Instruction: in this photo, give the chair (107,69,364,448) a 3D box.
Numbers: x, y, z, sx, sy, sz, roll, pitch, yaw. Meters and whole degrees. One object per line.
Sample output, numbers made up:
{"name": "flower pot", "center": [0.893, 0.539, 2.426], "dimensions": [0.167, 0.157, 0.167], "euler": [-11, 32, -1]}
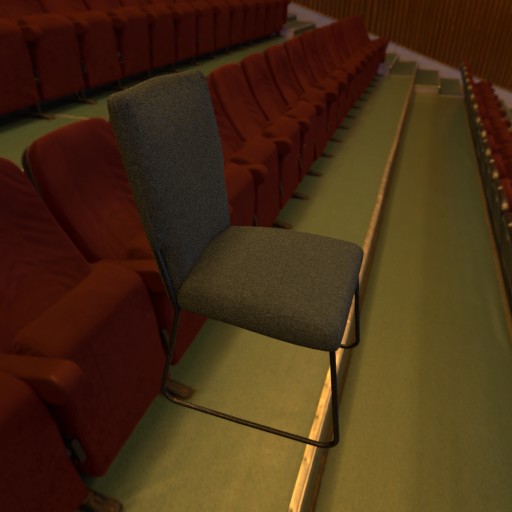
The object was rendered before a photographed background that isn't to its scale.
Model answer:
{"name": "chair", "center": [0.000, 0.000, 1.277], "dimensions": [0.635, 0.931, 0.480], "euler": [10, 33, 16]}
